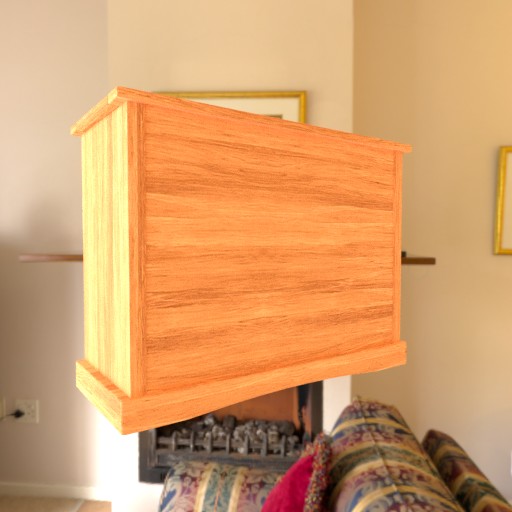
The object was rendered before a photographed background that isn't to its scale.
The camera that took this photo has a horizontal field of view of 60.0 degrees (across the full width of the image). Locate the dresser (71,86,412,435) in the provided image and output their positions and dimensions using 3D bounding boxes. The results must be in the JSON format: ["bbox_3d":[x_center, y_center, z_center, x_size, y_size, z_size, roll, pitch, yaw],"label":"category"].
[{"bbox_3d":[0.000,0.000,1.379,0.990,0.740,0.410,-1,2,-35],"label":"dresser"}]
